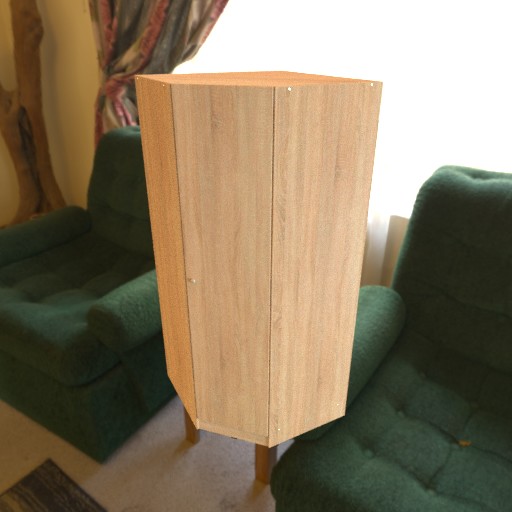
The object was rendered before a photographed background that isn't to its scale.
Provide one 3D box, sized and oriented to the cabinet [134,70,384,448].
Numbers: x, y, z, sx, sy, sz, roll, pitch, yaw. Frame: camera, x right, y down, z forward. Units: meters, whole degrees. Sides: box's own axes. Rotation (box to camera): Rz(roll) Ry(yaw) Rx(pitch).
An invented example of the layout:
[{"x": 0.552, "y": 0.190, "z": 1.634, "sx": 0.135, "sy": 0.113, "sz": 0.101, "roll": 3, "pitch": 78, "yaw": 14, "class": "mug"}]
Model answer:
[{"x": 0.000, "y": 0.000, "z": 2.815, "sx": 1.327, "sy": 2.120, "sz": 1.094, "roll": 8, "pitch": 27, "yaw": 16, "class": "cabinet"}]
